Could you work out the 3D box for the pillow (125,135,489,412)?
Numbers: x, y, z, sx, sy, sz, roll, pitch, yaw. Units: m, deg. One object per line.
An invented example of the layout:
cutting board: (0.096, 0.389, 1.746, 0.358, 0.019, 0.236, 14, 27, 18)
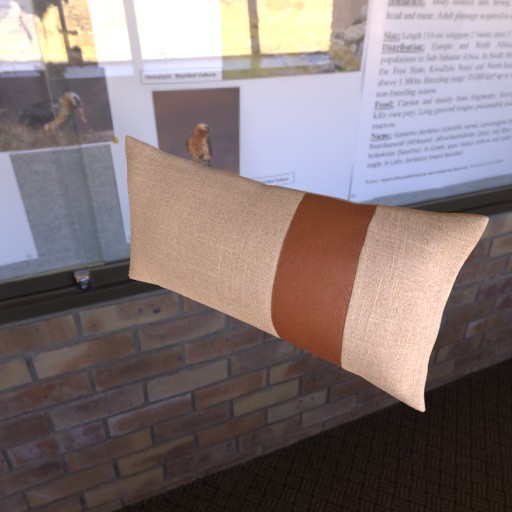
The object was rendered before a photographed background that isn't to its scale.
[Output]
pillow: (0.000, 0.000, 0.709, 0.612, 0.282, 0.155, 19, 35, 30)
